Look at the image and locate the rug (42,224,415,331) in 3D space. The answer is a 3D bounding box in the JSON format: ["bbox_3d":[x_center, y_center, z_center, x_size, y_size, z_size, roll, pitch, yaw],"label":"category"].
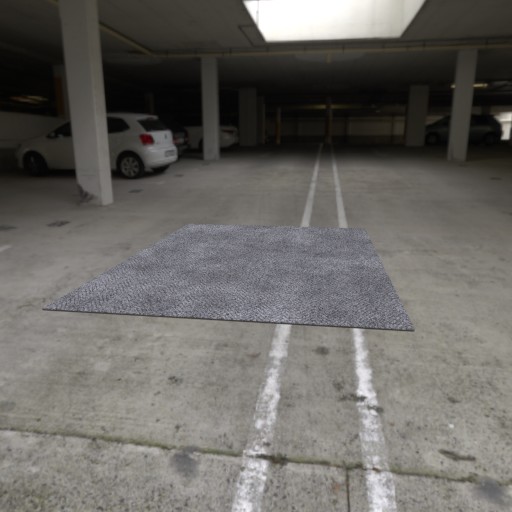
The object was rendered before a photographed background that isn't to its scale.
[{"bbox_3d":[0.000,0.000,2.931,1.600,0.008,2.235,2,14,8],"label":"rug"}]
